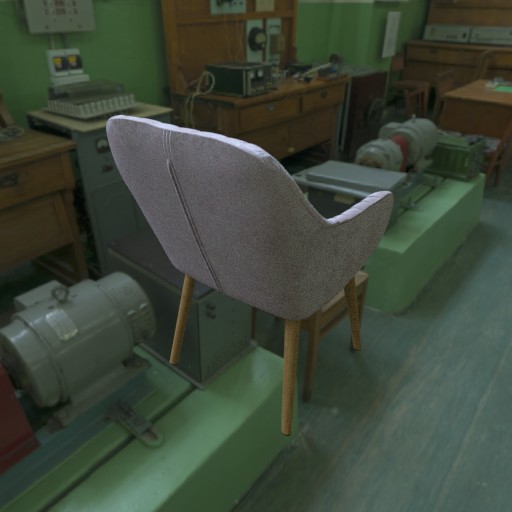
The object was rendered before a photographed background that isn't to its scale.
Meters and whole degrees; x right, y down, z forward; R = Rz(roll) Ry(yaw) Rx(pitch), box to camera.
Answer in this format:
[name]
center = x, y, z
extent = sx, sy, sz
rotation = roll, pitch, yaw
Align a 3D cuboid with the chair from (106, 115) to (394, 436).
[chair]
center = 0.000, 0.000, 1.245
extent = 0.610, 0.832, 0.570
rotation = 21, 37, 31
